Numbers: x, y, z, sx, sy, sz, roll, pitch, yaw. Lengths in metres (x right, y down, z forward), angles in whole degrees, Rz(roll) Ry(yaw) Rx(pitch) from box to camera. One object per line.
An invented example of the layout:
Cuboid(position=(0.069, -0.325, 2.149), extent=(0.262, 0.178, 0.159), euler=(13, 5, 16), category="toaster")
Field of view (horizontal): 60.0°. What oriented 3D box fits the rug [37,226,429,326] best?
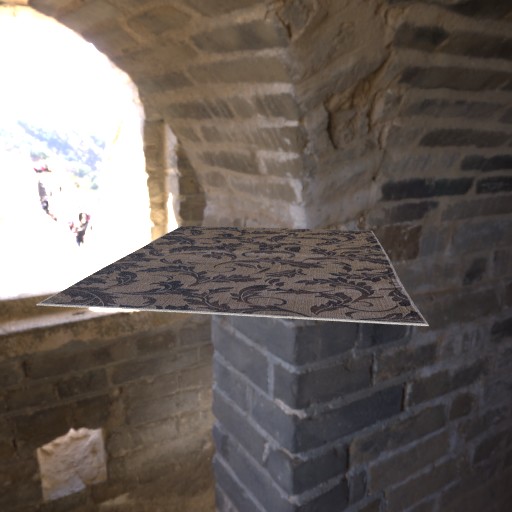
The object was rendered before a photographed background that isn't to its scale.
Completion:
Cuboid(position=(0.000, 0.000, 4.047), extent=(2.380, 0.008, 2.977), euler=(2, 14, 8), category="rug")
